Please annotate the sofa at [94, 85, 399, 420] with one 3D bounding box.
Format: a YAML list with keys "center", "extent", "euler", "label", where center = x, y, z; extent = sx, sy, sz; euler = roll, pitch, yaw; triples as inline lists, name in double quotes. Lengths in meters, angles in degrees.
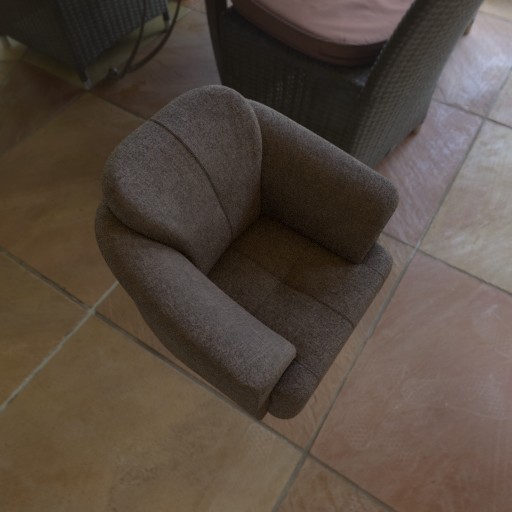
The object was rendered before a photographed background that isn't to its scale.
- center: [0.000, 0.000, 1.509]
  extent: [0.794, 0.811, 0.870]
  euler: [31, 63, 18]
  label: "sofa"
